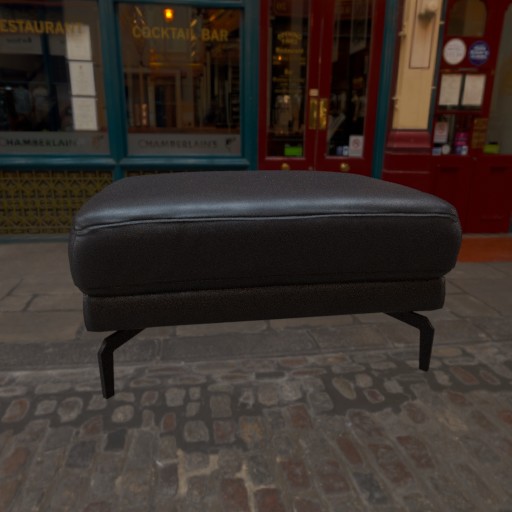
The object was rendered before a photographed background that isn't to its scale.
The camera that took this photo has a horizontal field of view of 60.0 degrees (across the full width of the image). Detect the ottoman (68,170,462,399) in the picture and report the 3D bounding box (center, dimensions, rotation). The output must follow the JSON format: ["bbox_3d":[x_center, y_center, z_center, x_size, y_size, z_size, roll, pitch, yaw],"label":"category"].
[{"bbox_3d":[0.000,0.000,1.096,0.764,0.402,0.570,-2,16,-9],"label":"ottoman"}]
